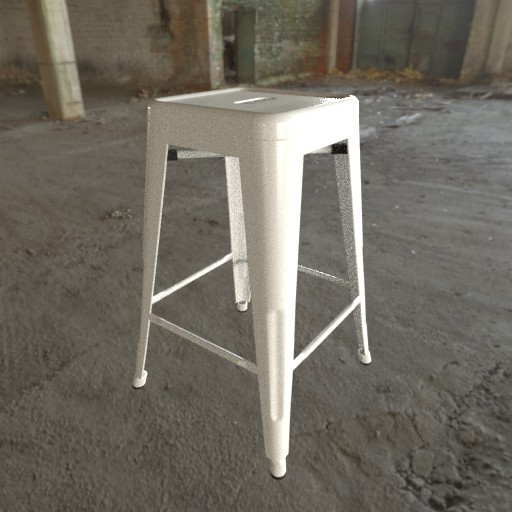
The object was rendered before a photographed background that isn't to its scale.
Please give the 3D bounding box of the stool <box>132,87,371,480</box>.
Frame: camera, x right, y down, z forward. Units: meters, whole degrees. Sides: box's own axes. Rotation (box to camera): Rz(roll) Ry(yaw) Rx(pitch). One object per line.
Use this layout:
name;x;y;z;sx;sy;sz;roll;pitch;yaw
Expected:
stool;0.000;0.000;0.898;0.406;0.610;0.406;18;32;32
